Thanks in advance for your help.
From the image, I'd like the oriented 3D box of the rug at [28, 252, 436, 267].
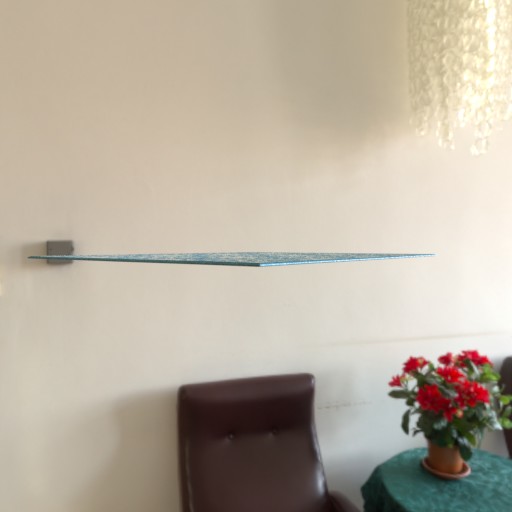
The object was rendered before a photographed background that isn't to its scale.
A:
[{"bbox_3d":[0.000,0.000,4.011,2.350,0.018,2.964,1,2,38],"label":"rug"}]
